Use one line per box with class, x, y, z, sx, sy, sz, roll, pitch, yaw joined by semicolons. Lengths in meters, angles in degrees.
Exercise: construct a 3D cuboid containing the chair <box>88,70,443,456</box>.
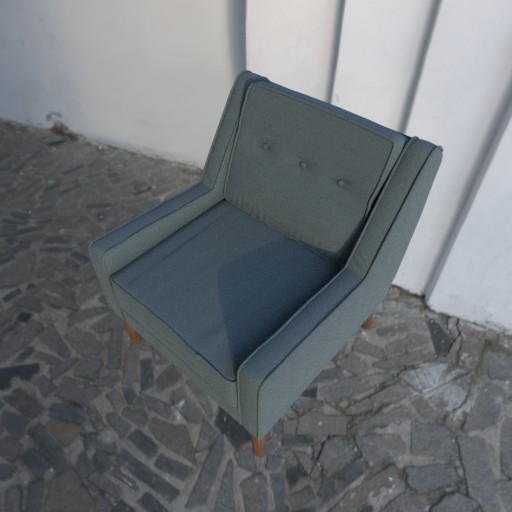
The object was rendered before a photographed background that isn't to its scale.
chair;0.000;0.000;1.335;0.663;0.780;0.733;33;55;27
